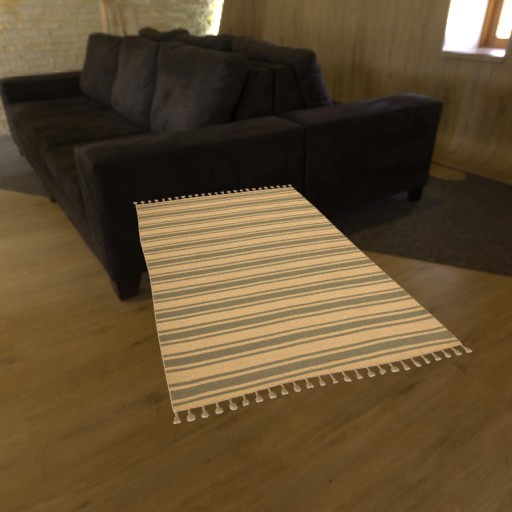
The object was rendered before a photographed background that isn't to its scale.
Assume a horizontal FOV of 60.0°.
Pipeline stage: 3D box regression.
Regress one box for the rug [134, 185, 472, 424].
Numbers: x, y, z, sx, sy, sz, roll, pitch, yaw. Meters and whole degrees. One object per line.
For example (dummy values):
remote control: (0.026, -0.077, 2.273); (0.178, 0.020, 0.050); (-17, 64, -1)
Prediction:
rug: (0.000, 0.000, 2.516); (1.222, 0.009, 2.084); (-9, 30, -15)
